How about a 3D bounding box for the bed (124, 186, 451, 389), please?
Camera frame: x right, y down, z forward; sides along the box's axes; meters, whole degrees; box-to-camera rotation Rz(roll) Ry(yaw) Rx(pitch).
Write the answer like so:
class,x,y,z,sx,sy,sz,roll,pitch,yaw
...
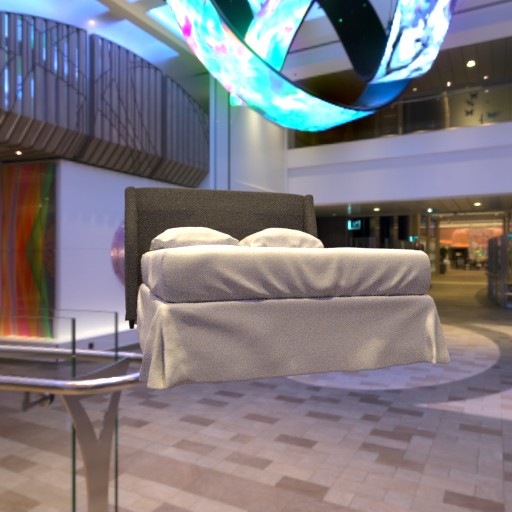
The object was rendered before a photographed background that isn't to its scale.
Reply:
class,x,y,z,sx,sy,sz,roll,pitch,yaw
bed,0.000,0.000,3.442,1.925,1.332,2.276,0,0,-18
